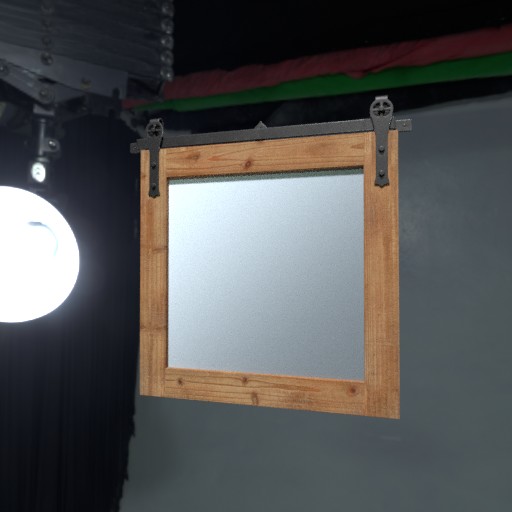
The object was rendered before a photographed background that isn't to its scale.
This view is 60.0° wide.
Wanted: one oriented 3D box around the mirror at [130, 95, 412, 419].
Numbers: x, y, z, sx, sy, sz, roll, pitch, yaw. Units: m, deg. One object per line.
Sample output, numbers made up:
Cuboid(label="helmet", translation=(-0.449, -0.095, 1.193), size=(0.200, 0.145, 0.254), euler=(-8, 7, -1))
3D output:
Cuboid(label="mirror", translation=(0.000, 0.000, 1.204), size=(0.805, 0.800, 0.054), euler=(0, -1, 16))
